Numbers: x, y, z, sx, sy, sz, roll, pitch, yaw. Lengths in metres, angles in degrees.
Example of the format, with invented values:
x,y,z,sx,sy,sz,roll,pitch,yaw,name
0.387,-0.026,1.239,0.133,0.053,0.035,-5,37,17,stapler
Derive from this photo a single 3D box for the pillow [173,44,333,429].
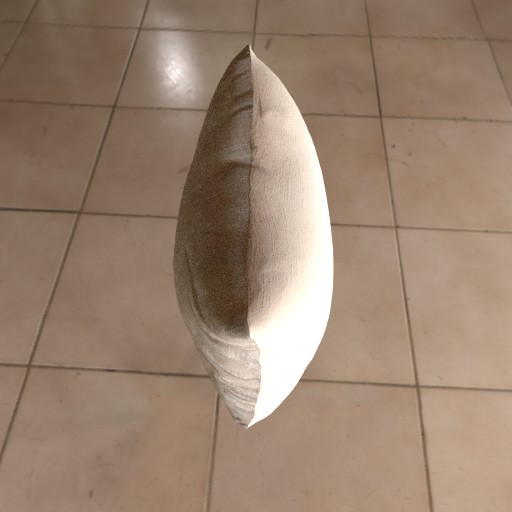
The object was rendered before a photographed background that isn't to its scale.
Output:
x,y,z,sx,sy,sz,roll,pitch,yaw,name
0.000,0.000,0.708,0.245,0.448,0.450,2,59,1,pillow
